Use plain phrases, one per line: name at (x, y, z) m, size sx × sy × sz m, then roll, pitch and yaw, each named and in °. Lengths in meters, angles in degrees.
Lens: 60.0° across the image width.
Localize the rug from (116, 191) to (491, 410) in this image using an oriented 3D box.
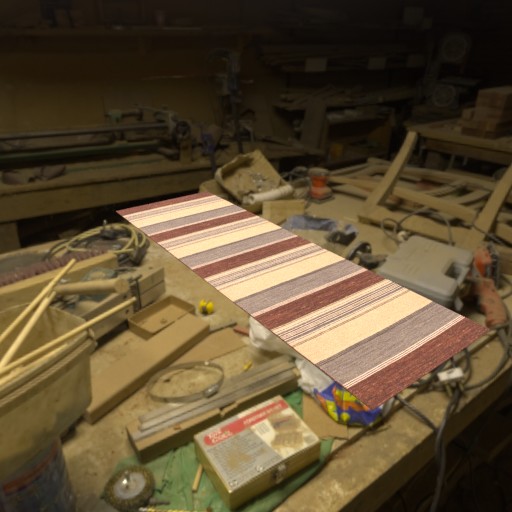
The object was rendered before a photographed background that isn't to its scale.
rug at (0.000, 0.000, 2.633) m, size 0.792 × 0.006 × 2.437 m, roll -18°, pitch 32°, yaw -32°
